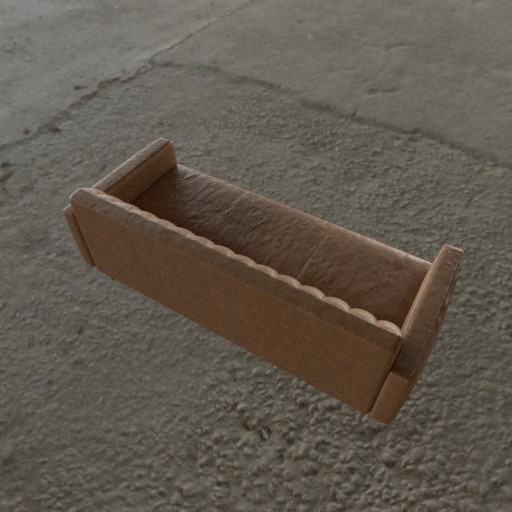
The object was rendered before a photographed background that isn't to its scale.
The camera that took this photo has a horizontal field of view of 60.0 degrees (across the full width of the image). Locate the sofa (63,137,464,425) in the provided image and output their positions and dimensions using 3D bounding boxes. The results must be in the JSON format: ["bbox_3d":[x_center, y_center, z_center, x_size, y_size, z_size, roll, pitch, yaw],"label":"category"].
[{"bbox_3d":[0.000,0.000,2.808,2.291,0.821,0.990,24,52,20],"label":"sofa"}]
